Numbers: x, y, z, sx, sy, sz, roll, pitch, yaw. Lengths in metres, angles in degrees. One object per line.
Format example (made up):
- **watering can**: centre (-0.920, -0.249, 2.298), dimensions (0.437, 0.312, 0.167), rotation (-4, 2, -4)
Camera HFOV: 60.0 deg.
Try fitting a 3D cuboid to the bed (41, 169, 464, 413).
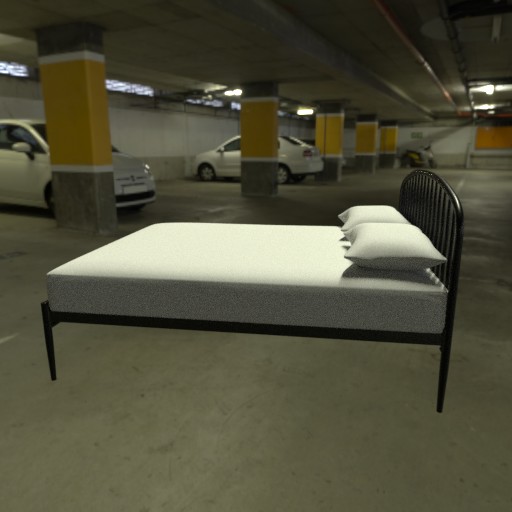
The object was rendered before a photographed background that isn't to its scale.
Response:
- **bed**: centre (0.000, 0.000, 3.016), dimensions (2.159, 1.166, 1.618), rotation (2, 14, 8)
